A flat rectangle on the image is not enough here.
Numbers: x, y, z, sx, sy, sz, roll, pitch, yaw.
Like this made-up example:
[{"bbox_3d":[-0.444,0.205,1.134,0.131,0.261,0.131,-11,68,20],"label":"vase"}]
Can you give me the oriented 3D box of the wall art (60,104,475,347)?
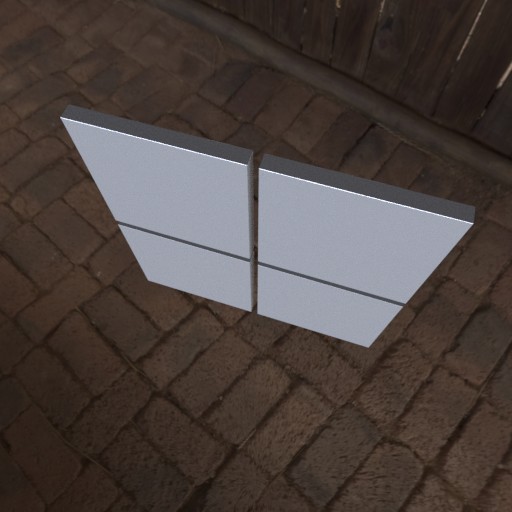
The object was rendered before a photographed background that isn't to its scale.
[{"bbox_3d":[0.000,0.000,0.905,0.611,0.611,0.029,16,64,8],"label":"wall art"}]
